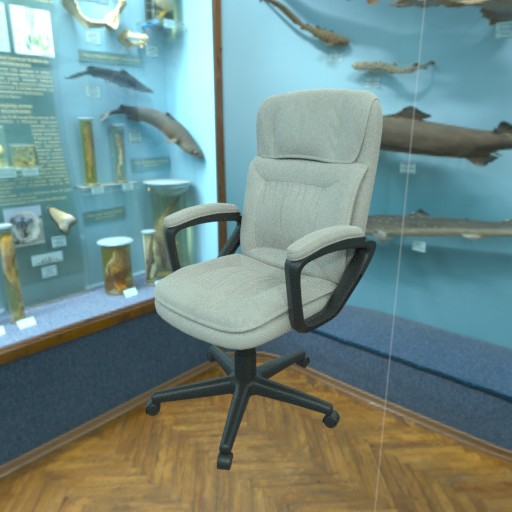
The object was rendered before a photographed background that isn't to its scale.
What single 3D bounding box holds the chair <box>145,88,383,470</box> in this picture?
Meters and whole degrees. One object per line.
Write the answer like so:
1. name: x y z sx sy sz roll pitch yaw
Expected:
1. chair: 0.000 0.000 1.523 0.667 1.105 0.724 16 23 41
